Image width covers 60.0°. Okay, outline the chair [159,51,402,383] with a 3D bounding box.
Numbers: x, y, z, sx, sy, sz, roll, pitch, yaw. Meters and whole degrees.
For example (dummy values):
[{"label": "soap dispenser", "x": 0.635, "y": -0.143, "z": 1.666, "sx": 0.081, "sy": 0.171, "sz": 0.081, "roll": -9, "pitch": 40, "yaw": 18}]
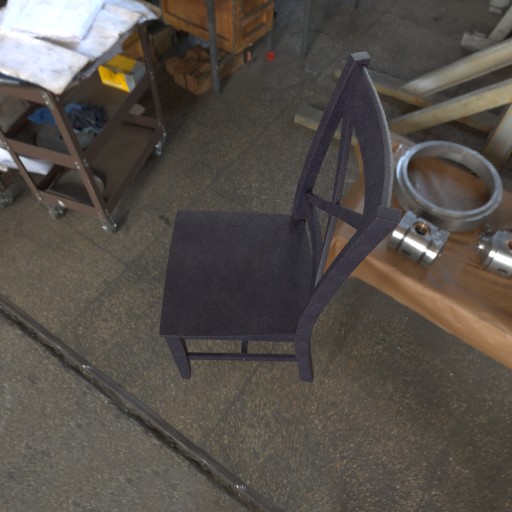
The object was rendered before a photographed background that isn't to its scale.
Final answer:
[{"label": "chair", "x": 0.000, "y": 0.000, "z": 1.293, "sx": 0.542, "sy": 0.983, "sz": 0.485, "roll": 1, "pitch": 57, "yaw": 1}]
